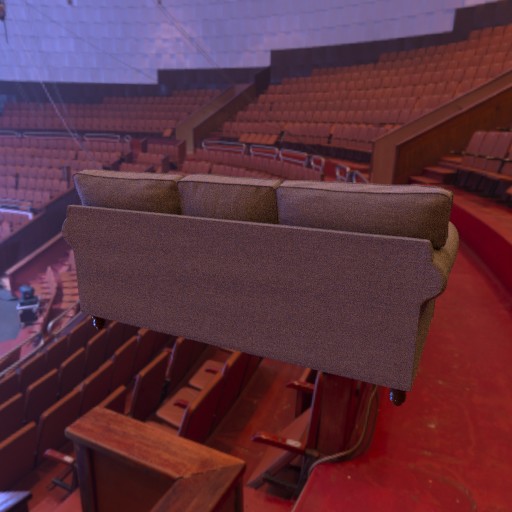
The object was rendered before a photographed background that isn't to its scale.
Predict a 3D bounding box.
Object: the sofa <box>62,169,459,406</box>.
[{"bbox_3d":[0.000,0.000,2.540,2.084,0.961,0.916,8,17,25],"label":"sofa"}]
